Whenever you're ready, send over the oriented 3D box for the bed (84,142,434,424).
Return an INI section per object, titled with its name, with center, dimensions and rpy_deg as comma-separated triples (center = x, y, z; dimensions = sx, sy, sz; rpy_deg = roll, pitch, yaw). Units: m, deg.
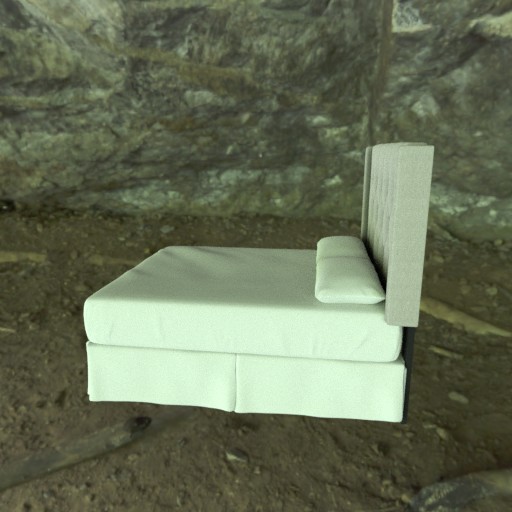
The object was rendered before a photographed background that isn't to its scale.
[bed]
center = 0.000, 0.000, 3.380
dimensions = 2.066, 1.665, 1.719
rpy_deg = 2, 14, 8
